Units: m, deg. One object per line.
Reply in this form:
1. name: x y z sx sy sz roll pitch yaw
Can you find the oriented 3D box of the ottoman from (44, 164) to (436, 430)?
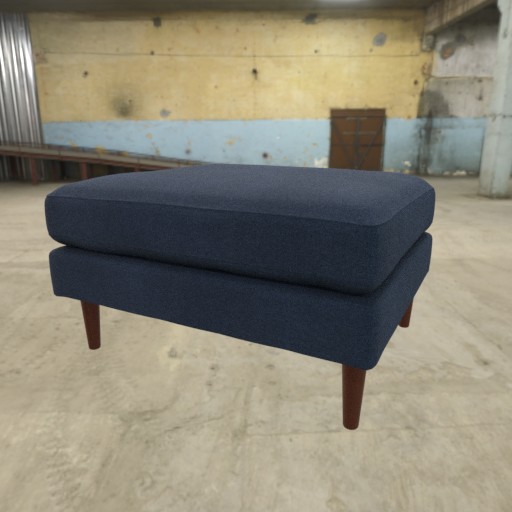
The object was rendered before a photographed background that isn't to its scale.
1. ottoman: 0.000 0.000 1.208 0.821 0.474 0.693 8 17 27
